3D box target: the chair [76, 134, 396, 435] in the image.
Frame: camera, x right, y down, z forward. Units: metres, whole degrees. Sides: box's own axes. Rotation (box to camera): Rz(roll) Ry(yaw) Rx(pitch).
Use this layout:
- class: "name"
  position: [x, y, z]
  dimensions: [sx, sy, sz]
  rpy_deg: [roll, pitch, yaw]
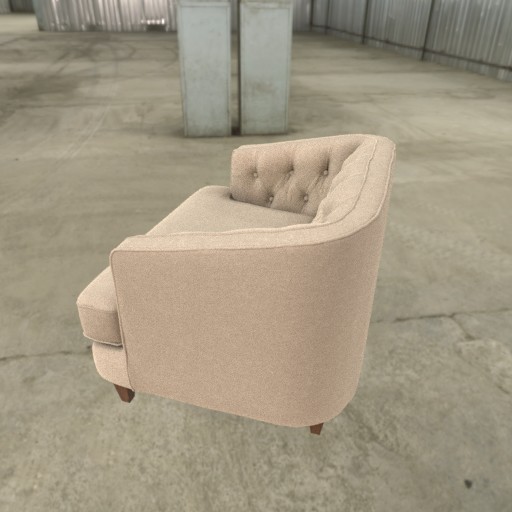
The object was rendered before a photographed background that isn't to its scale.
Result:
- class: "chair"
  position: [0.000, 0.000, 1.760]
  dimensions: [0.941, 0.852, 1.104]
  rpy_deg: [9, 32, 16]
